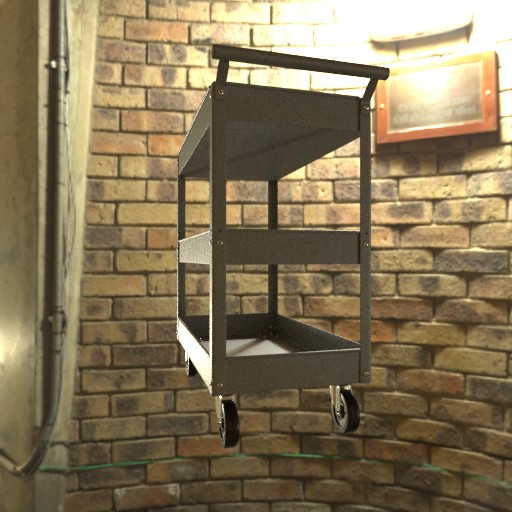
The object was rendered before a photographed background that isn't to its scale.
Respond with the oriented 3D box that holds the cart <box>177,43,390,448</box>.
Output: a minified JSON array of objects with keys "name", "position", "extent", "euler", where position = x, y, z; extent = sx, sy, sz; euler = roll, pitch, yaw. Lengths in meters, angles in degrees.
[{"name":"cart","position":[0.000,0.000,1.201],"extent":[0.366,0.780,0.719],"euler":[0,0,-16]}]
